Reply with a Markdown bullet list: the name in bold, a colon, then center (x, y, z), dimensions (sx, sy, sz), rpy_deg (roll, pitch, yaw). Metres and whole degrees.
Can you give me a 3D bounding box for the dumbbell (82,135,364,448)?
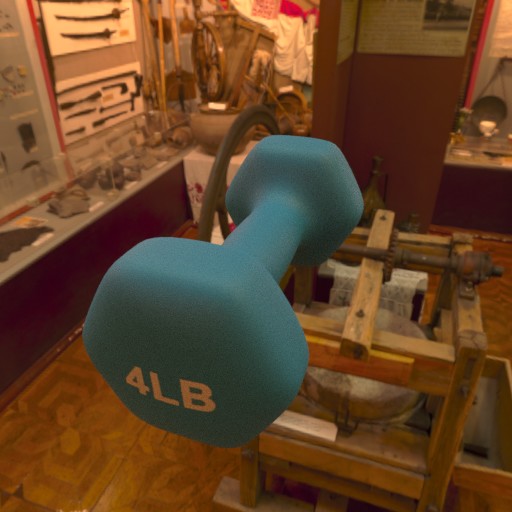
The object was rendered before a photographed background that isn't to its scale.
- **dumbbell**: center (0.000, 0.000, 0.187), dimensions (0.074, 0.066, 0.152), rpy_deg (11, 33, 17)
